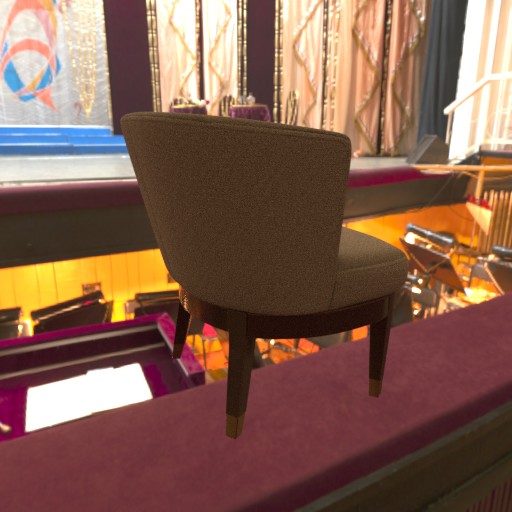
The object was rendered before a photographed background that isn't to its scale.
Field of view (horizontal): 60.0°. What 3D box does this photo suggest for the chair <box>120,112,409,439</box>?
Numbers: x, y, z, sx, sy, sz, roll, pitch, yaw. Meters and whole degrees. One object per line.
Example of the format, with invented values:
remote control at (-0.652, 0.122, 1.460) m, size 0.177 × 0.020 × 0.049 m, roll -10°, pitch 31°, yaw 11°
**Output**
chair at (0.000, 0.000, 1.251) m, size 0.660 × 0.760 × 0.700 m, roll -8°, pitch 18°, yaw -27°
